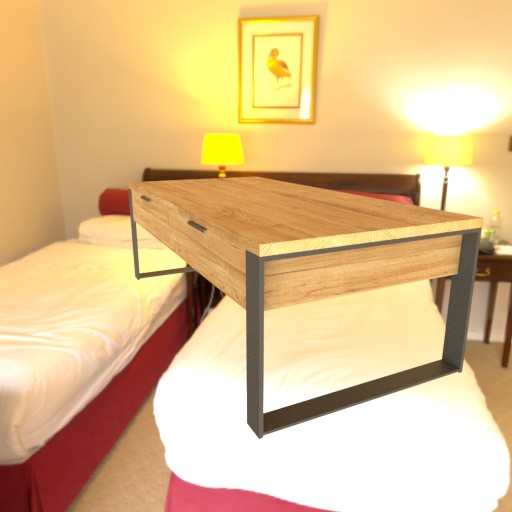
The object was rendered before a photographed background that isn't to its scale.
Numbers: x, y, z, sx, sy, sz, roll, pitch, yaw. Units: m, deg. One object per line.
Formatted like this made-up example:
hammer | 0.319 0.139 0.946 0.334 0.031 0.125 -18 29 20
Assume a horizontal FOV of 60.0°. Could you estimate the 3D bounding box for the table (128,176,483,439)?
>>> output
table | 0.000 0.000 1.462 0.590 0.400 1.180 -7 17 -25
